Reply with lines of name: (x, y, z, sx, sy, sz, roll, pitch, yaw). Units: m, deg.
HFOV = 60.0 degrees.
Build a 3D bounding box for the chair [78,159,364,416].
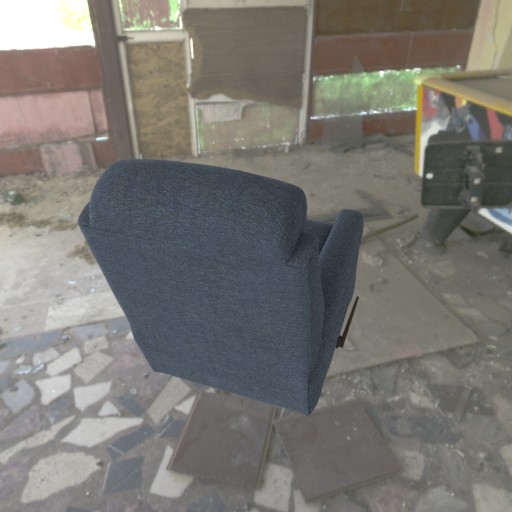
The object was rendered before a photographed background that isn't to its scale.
chair: (0.000, 0.000, 1.723, 0.798, 1.013, 1.043, 11, 34, 16)
